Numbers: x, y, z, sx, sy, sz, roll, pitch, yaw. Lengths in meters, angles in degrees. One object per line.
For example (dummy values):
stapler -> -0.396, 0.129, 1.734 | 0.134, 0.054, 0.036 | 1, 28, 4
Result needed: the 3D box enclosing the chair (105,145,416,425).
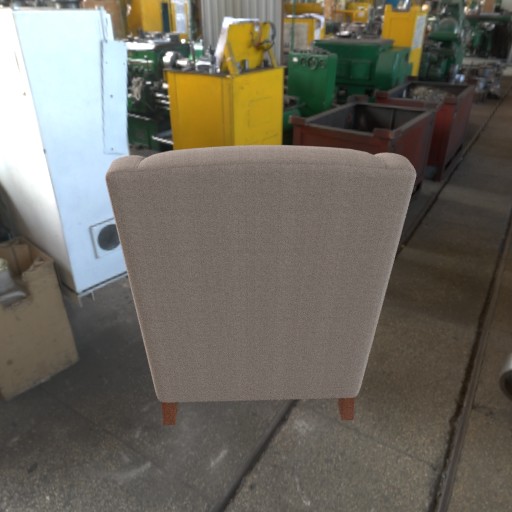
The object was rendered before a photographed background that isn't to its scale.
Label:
chair -> 0.000, 0.000, 1.607 | 0.715, 1.017, 0.890 | -1, 30, -2
